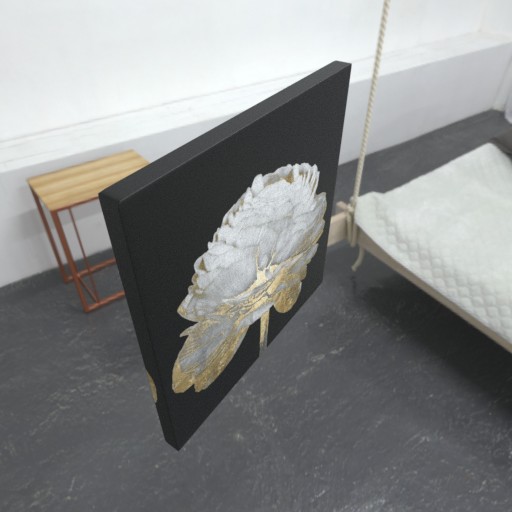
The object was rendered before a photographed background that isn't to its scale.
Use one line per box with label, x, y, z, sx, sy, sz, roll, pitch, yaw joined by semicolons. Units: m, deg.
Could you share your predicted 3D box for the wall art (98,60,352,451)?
wall art;0.000;0.000;0.905;0.043;0.611;0.610;25;46;26
